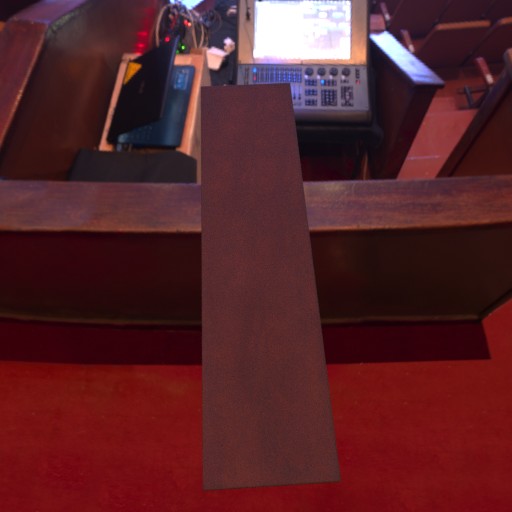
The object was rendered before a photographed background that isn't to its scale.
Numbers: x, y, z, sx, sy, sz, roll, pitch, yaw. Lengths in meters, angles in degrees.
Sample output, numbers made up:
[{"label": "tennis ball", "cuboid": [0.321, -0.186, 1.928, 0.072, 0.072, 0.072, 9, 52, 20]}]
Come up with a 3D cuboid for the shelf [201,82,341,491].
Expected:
[{"label": "shelf", "cuboid": [0.000, 0.000, 0.659, 0.152, 0.088, 0.607, -3, 64, -1]}]
